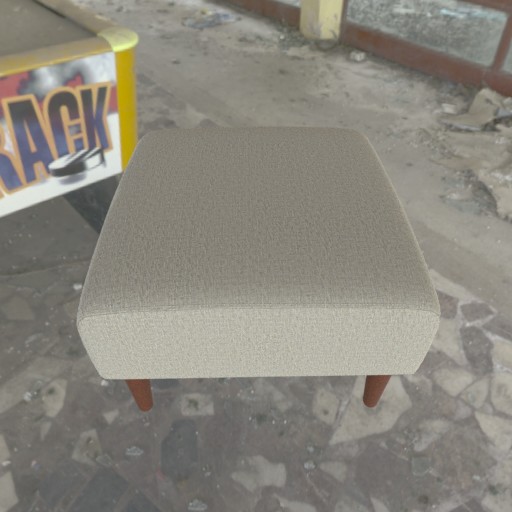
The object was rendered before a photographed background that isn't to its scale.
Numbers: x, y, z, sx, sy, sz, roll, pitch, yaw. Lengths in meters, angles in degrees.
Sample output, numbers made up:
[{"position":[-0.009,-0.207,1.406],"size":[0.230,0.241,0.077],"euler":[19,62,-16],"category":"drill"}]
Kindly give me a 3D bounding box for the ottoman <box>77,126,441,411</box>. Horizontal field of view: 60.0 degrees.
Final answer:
[{"position":[0.000,0.000,1.074],"size":[0.648,0.399,0.655],"euler":[-1,42,-1],"category":"ottoman"}]
